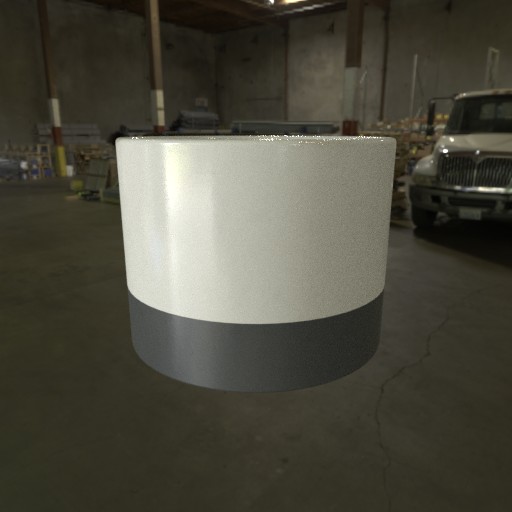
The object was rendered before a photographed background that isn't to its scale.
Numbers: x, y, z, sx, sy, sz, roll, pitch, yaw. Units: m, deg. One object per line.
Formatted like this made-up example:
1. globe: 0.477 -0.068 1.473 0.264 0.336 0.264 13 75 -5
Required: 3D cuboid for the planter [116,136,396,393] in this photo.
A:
1. planter: 0.000 0.000 0.342 0.193 0.177 0.193 0 16 0
